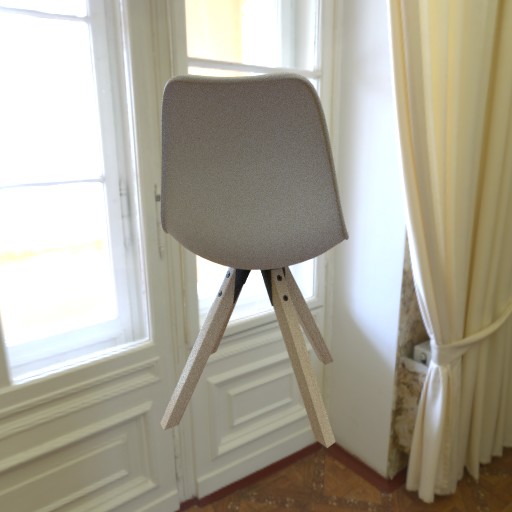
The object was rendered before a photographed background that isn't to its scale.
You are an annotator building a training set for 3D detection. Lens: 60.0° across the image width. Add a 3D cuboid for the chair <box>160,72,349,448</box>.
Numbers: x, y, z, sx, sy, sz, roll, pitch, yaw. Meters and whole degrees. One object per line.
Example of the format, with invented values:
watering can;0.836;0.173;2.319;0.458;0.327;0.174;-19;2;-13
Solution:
chair;0.000;0.000;1.186;0.485;0.850;0.550;2;16;9
